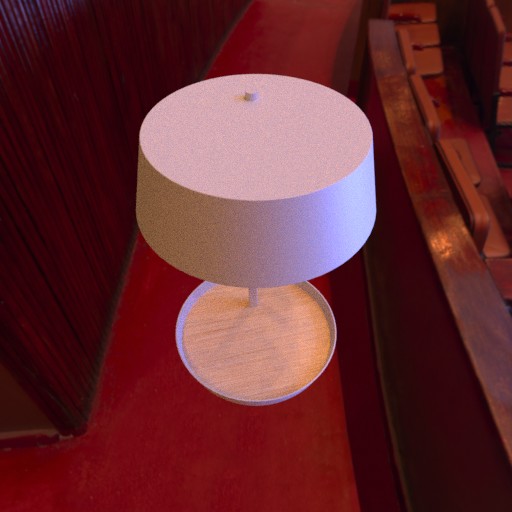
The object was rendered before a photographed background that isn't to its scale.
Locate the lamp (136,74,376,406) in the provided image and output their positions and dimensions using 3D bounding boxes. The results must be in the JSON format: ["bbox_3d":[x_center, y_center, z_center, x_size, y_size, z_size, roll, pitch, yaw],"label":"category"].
[{"bbox_3d":[0.000,0.000,0.626,0.291,0.429,0.291,0,47,0],"label":"lamp"}]
